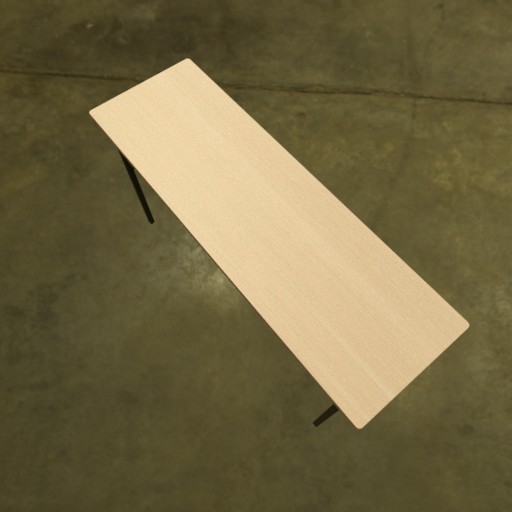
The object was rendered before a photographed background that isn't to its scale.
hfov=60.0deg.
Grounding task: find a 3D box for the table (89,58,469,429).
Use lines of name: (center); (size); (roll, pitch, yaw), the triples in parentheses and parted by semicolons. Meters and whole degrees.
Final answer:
table: (0.000, 0.000, 1.776); (0.447, 0.750, 1.397); (-36, 69, -16)
